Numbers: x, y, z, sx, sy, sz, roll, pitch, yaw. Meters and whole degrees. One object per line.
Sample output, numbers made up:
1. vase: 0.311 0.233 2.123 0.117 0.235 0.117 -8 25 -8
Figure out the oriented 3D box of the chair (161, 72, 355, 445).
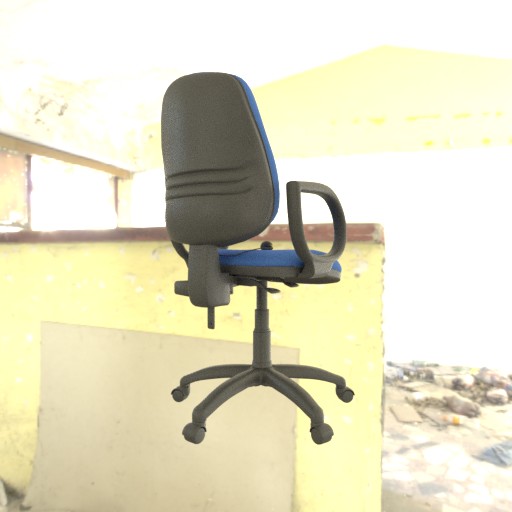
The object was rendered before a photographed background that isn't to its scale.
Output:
1. chair: 0.000 0.000 1.274 0.552 0.905 0.549 1 1 37
